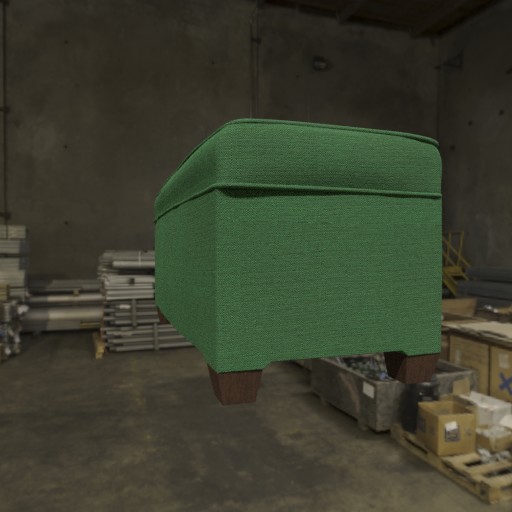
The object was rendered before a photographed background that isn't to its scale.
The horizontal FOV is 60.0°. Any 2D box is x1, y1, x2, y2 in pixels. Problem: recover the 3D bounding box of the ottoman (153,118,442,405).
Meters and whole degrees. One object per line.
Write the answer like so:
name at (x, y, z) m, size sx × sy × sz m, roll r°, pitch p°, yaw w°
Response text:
ottoman at (0.000, 0.000, 1.197) m, size 0.483 × 0.471 × 0.957 m, roll 0°, pitch 1°, yaw -19°
